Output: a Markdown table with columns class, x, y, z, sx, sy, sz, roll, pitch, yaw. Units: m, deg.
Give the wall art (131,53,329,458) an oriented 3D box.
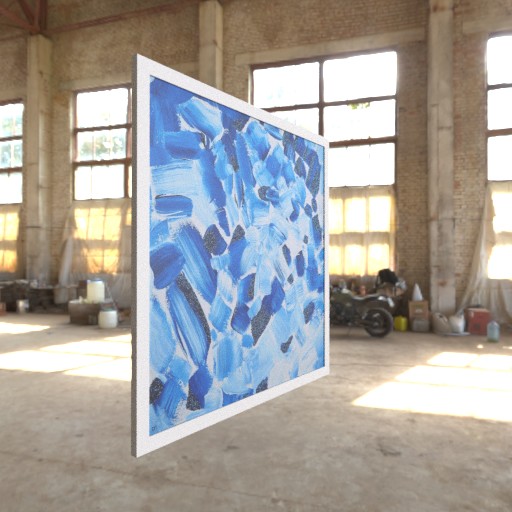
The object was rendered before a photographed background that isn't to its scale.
| class | x | y | z | sx | sy | sz | roll | pitch | yaw |
| --- | --- | --- | --- | --- | --- | --- | --- | --- | --- |
| wall art | 0.000 | 0.000 | 0.990 | 0.015 | 0.660 | 0.660 | 0 | 0 | 37 |
